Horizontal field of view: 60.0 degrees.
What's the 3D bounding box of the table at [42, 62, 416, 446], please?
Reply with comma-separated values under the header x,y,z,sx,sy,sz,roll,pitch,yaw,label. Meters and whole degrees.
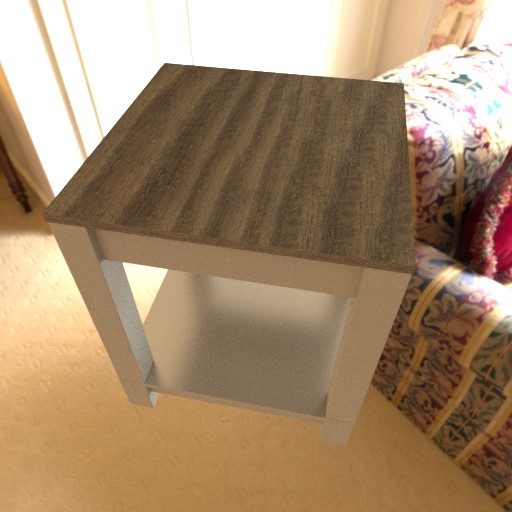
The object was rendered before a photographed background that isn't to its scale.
x,y,z,sx,sy,sz,roll,pitch,yaw,label
0.000,0.000,0.964,0.504,0.587,0.506,8,47,8,table
